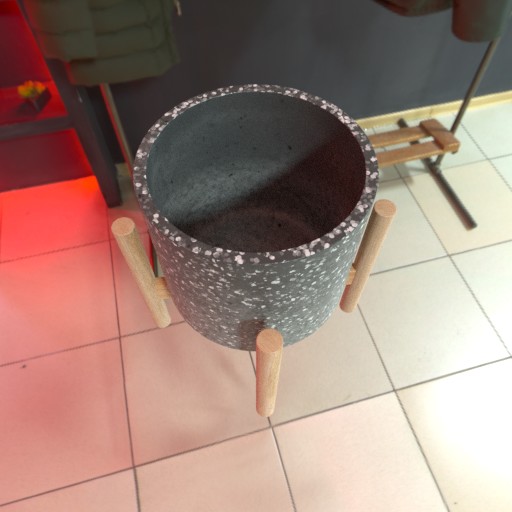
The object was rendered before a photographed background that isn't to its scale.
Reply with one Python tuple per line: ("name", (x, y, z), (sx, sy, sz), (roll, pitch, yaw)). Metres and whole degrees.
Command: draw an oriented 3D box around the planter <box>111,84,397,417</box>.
("planter", (0.000, 0.000, 0.539), (0.284, 0.320, 0.284), (15, 58, 9))
